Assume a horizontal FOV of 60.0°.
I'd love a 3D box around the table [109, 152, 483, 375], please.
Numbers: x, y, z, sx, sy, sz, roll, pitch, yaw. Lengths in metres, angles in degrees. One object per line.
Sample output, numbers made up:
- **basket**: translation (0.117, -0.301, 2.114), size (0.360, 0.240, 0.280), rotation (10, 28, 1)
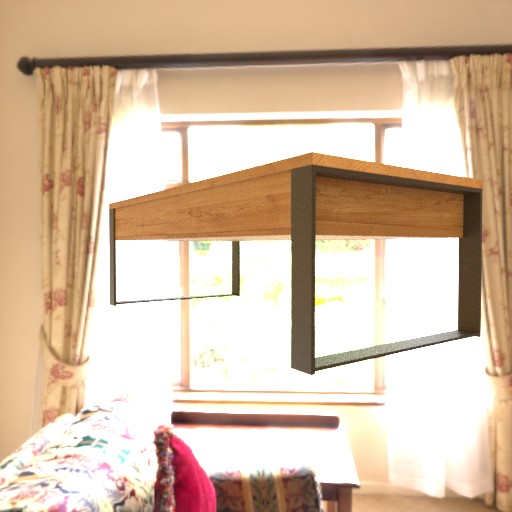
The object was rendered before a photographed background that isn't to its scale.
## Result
- **table**: translation (0.000, 0.000, 1.442), size (0.590, 0.400, 1.180), rotation (-1, 2, -35)
